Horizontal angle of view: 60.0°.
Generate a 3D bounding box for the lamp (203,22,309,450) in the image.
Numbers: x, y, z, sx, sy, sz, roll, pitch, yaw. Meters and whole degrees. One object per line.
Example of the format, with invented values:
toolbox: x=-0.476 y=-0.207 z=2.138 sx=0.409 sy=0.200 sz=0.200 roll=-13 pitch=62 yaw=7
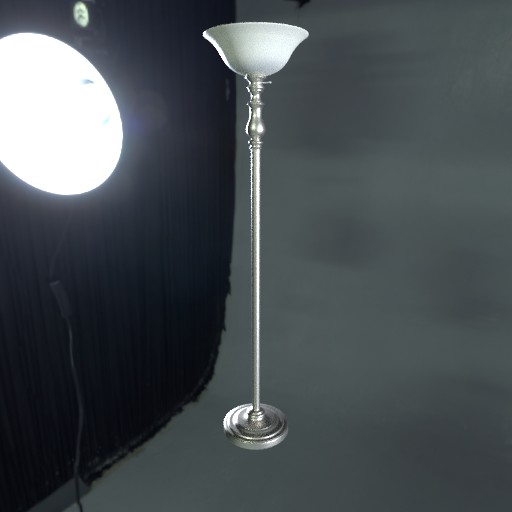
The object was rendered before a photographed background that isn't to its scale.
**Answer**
lamp: x=0.000 y=0.000 z=1.947 sx=0.405 sy=1.771 sz=0.405 roll=8 pitch=17 yaw=26
